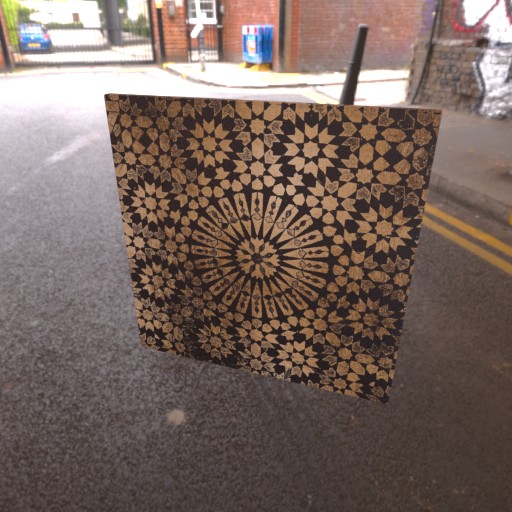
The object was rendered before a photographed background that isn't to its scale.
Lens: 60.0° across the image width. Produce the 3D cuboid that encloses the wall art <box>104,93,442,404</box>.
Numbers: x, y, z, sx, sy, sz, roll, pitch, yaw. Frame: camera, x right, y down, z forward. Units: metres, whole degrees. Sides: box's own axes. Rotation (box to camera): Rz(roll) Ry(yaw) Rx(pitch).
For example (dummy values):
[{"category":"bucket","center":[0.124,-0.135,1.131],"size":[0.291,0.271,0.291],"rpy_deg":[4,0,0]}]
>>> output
[{"category":"wall art","center":[0.000,0.000,1.368],"size":[0.914,0.914,0.038],"rpy_deg":[9,29,16]}]
